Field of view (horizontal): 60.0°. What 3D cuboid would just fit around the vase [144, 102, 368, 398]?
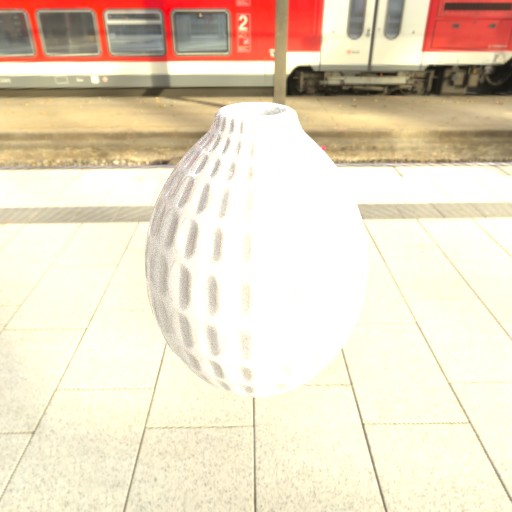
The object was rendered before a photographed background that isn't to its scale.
[{"bbox_3d":[0.000,0.000,0.259,0.128,0.167,0.128,0,30,0],"label":"vase"}]
